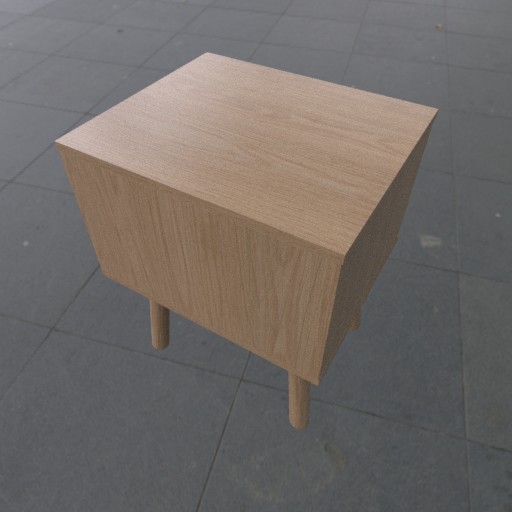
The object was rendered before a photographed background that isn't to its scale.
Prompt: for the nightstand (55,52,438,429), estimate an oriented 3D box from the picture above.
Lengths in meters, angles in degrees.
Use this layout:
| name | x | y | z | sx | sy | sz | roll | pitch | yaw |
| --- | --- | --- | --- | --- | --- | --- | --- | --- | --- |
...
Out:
| name | x | y | z | sx | sy | sz | roll | pitch | yaw |
| --- | --- | --- | --- | --- | --- | --- | --- | --- | --- |
| nightstand | 0.000 | 0.000 | 0.876 | 0.450 | 0.571 | 0.380 | 23 | 50 | 21 |
